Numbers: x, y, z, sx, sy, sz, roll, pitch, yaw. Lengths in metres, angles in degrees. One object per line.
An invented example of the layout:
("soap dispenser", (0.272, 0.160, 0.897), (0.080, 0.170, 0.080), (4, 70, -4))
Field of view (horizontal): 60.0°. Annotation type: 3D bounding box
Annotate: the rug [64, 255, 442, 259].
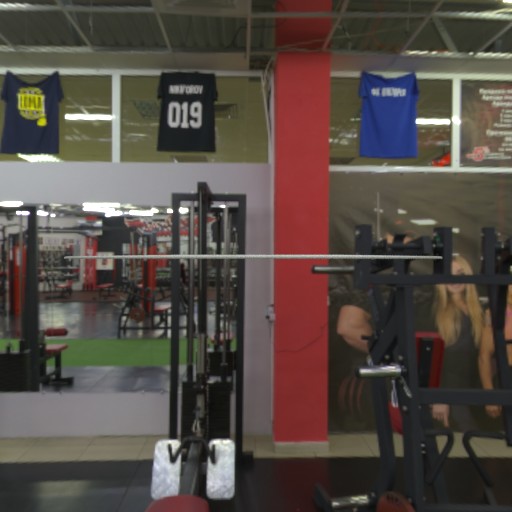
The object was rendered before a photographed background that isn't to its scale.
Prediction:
("rug", (0.000, 0.000, 2.989), (1.515, 0.010, 2.430), (0, 0, 1))
